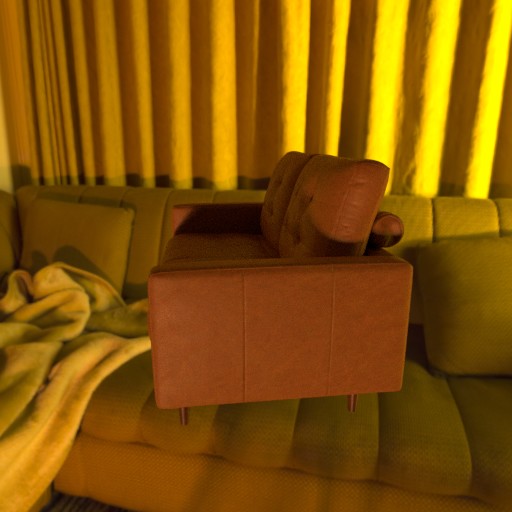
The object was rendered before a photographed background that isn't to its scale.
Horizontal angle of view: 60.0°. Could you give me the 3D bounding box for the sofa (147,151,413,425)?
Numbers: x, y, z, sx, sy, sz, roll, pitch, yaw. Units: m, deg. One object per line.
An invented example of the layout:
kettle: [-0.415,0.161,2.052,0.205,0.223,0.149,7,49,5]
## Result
sofa: [0.000,0.000,2.002,0.868,0.898,1.430,-2,15,-7]
